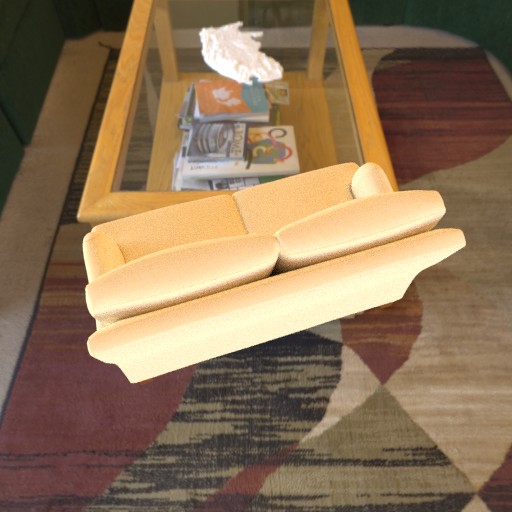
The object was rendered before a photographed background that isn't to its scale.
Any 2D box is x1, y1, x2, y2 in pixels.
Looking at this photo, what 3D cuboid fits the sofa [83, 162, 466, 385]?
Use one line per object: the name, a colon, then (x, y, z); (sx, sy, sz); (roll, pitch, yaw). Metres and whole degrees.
sofa: (0.000, 0.000, 2.597); (1.853, 1.101, 1.084); (-16, 57, -10)
